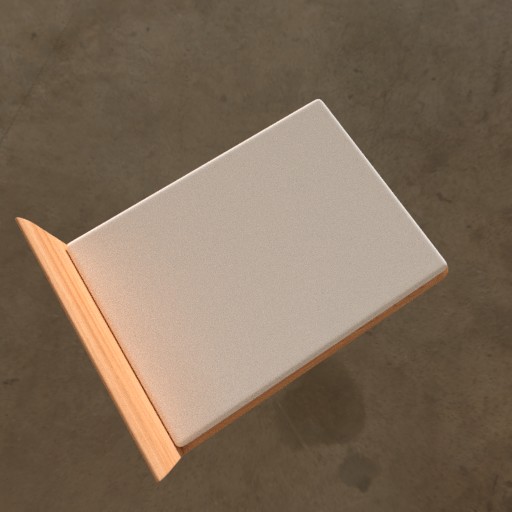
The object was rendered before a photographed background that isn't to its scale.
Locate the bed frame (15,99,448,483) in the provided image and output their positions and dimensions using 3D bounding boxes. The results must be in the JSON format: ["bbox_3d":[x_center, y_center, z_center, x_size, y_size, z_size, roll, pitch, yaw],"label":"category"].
[{"bbox_3d":[0.000,0.000,2.702,1.992,0.940,1.472,-32,78,-8],"label":"bed frame"}]
